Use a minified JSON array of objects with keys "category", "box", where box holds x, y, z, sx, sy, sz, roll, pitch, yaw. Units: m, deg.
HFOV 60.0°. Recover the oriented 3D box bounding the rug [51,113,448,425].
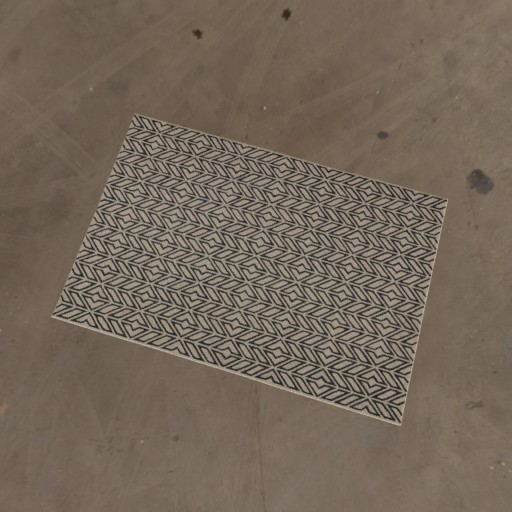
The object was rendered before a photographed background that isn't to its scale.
[{"category":"rug","box":[0.000,0.000,2.349,1.828,0.007,1.220,16,77,4]}]
